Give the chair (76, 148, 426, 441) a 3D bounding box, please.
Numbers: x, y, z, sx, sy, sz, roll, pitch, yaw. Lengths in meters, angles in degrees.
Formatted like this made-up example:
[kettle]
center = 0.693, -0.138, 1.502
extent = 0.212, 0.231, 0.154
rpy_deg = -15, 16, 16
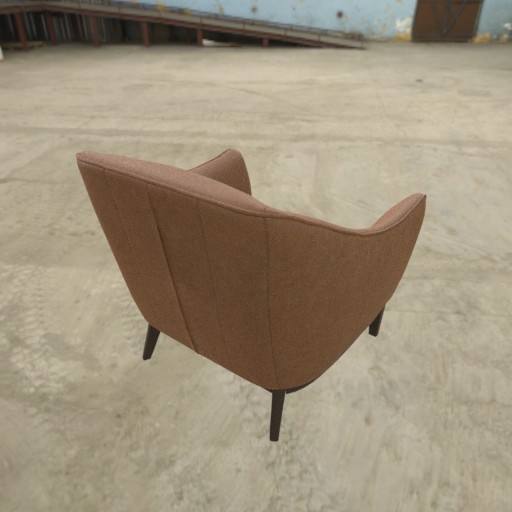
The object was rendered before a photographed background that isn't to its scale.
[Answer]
[chair]
center = 0.000, 0.000, 1.528
extent = 0.871, 0.830, 0.852
rpy_deg = 21, 37, 31
